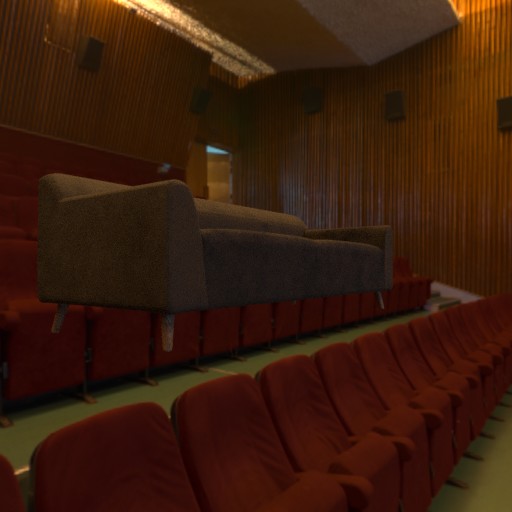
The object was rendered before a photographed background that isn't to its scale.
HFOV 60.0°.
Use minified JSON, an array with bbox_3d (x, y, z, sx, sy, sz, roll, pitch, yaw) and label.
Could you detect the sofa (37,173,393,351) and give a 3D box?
[{"bbox_3d":[0.000,0.000,2.645,0.900,0.740,2.190,-1,-2,37],"label":"sofa"}]
